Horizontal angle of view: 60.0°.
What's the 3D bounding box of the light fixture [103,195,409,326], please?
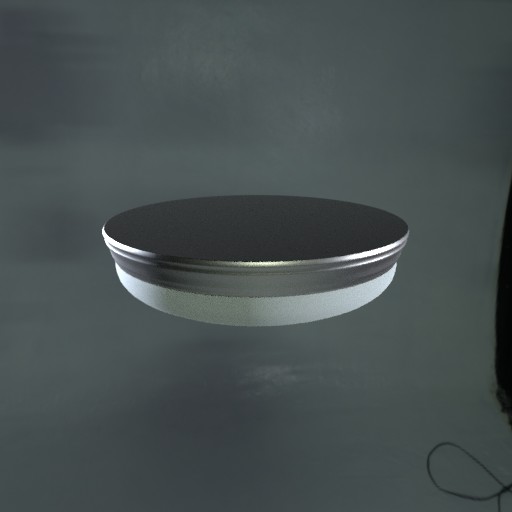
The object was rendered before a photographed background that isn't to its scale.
[{"bbox_3d":[0.000,0.000,0.573,0.368,0.100,0.368,0,17,0],"label":"light fixture"}]
